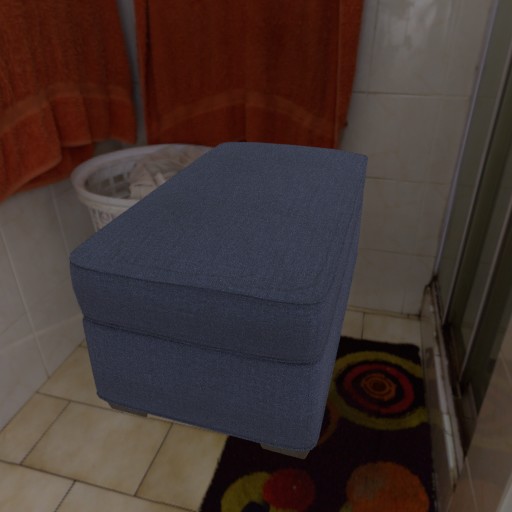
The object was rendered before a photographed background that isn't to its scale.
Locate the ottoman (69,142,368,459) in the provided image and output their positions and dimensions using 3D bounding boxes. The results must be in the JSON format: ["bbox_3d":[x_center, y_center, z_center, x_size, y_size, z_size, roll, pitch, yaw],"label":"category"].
[{"bbox_3d":[0.000,0.000,1.205,0.505,0.453,0.895,9,31,15],"label":"ottoman"}]
